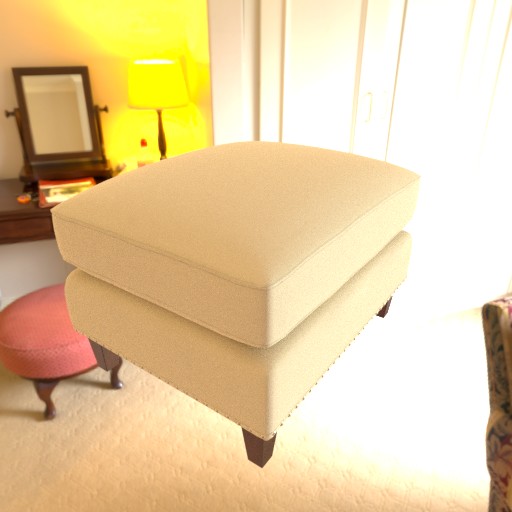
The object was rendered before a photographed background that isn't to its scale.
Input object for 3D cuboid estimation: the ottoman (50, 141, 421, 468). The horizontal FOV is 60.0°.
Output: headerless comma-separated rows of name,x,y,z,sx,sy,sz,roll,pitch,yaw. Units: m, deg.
ottoman,0.000,0.000,1.133,0.584,0.513,0.741,18,31,32
